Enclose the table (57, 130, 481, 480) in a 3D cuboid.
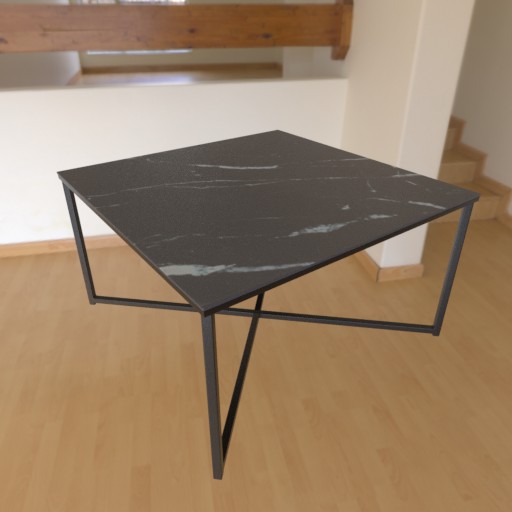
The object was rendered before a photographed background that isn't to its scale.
[{"bbox_3d":[0.000,0.000,1.283,0.800,0.450,0.800,-20,35,-31],"label":"table"}]
